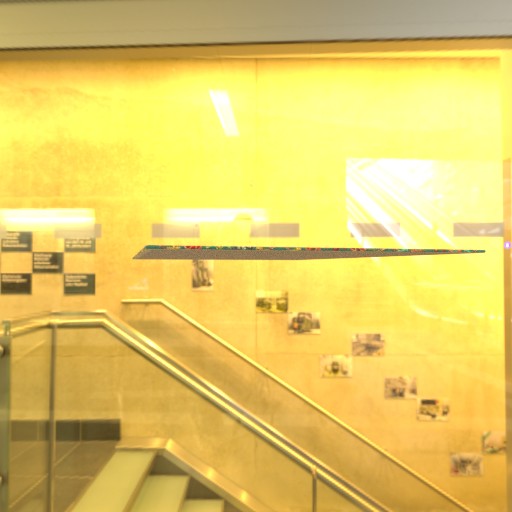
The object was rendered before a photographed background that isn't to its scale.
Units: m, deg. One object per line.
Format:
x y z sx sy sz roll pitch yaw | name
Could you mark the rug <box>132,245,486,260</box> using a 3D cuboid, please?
0.000 0.000 2.913 1.527 0.016 2.290 0 -1 -17 | rug
